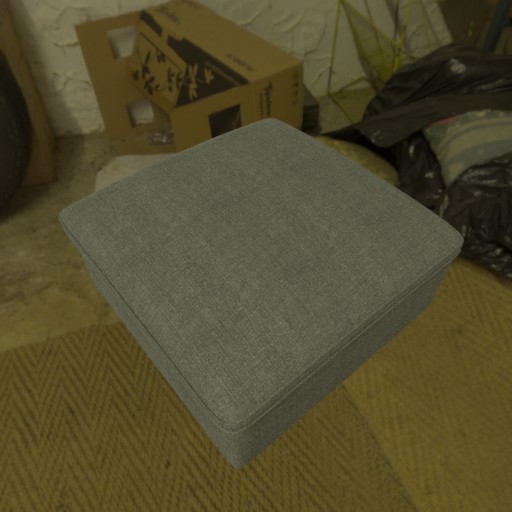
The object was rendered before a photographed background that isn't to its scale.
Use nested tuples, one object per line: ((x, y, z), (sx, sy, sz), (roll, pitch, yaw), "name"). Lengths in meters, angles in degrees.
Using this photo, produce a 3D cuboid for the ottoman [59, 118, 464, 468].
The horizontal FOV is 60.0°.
((0.000, 0.000, 1.701), (1.067, 0.559, 1.067), (-31, 55, -26), "ottoman")
